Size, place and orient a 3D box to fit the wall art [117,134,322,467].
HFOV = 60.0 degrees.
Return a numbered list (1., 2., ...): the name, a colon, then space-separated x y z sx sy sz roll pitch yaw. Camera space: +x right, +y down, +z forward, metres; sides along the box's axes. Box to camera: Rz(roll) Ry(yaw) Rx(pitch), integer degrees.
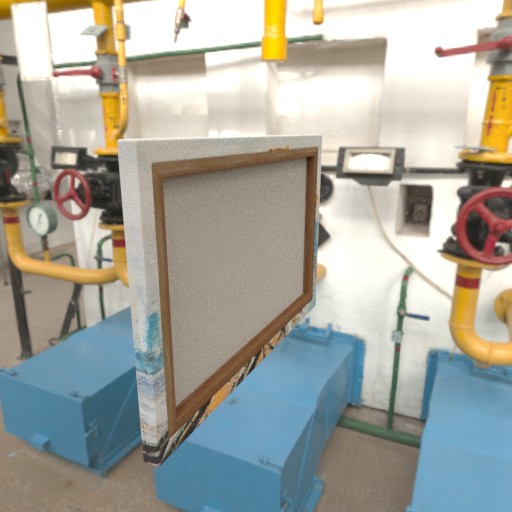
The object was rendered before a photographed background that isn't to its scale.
1. wall art: 0.000 0.000 1.166 0.038 0.609 0.913 8 18 25
